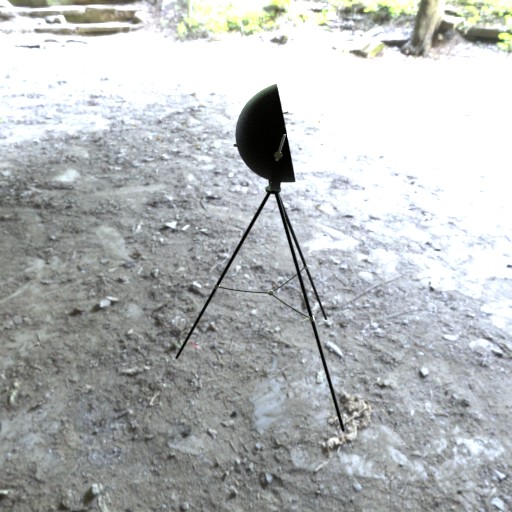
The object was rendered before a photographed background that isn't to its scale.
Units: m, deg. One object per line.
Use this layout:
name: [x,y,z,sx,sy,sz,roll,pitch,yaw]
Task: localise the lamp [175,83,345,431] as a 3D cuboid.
lamp: [0.000,0.000,2.056,0.920,1.512,0.817,-1,34,-1]
